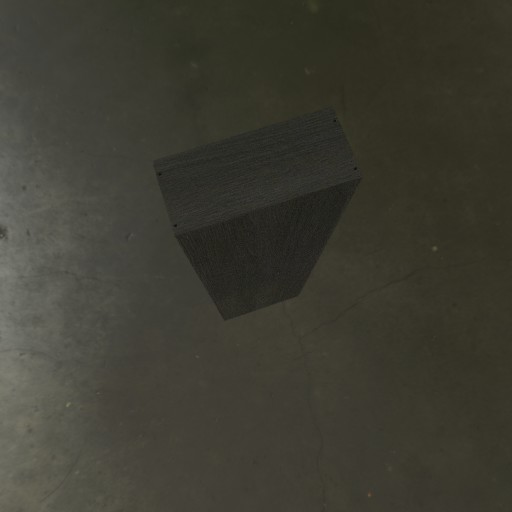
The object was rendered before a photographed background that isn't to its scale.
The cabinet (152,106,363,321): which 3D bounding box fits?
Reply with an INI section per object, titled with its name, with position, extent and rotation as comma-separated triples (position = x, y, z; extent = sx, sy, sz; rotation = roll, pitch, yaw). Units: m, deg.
[cabinet]
position = 0.000, 0.000, 2.004
extent = 0.500, 1.790, 0.230
rotation = -18, 76, -5
